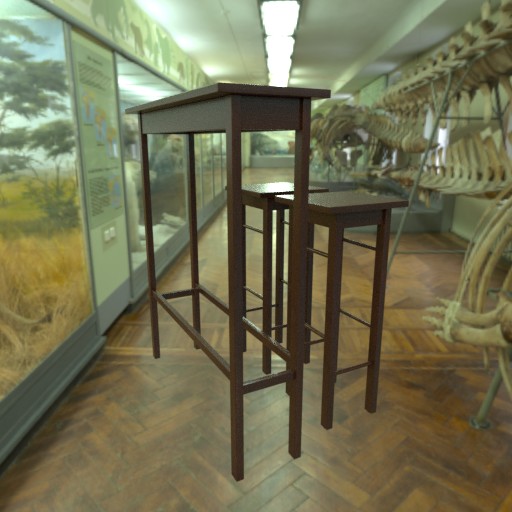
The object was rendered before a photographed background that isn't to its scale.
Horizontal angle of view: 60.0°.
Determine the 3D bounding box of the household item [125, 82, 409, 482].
[{"bbox_3d":[0.000,0.000,1.635,0.676,1.067,0.914,-8,16,-27],"label":"household item"}]
